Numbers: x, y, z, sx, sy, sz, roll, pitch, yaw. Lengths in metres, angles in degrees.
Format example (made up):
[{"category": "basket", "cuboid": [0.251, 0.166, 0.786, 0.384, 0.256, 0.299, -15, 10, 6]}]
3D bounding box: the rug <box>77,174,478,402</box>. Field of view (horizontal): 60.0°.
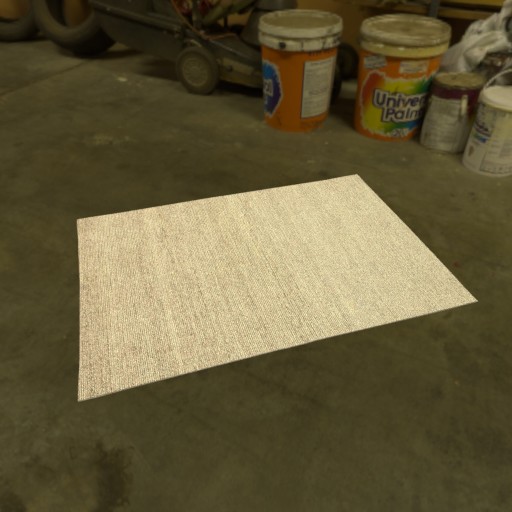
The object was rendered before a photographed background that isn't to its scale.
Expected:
[{"category": "rug", "cuboid": [0.000, 0.000, 3.014, 2.342, 0.030, 1.609, -11, 41, -13]}]
